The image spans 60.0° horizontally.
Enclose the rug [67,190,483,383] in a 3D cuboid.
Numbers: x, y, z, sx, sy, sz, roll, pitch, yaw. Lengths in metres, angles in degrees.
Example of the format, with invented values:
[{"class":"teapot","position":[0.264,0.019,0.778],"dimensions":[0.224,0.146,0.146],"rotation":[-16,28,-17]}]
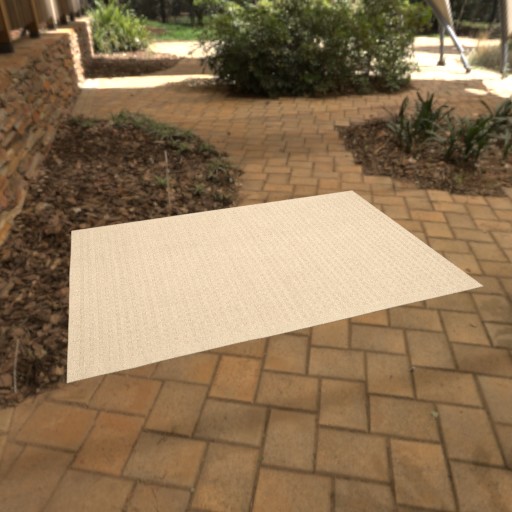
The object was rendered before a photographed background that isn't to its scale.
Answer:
[{"class":"rug","position":[0.000,0.000,2.888],"dimensions":[2.289,0.006,1.523],"rotation":[-10,33,-16]}]
